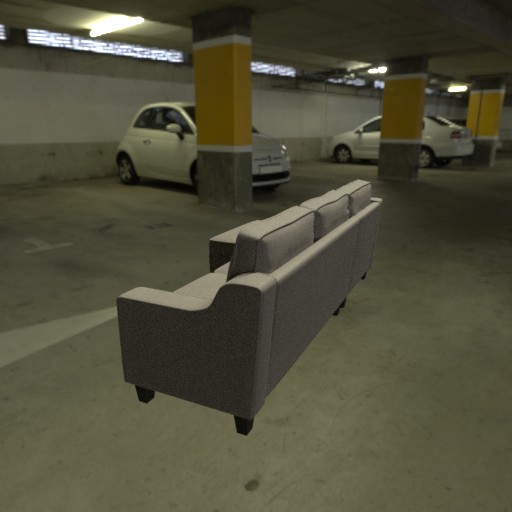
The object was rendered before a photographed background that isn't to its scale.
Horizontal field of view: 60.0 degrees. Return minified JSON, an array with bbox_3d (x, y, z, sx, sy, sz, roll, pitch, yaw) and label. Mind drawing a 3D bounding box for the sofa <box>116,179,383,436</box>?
[{"bbox_3d":[0.000,0.000,3.175,1.294,0.928,2.561,8,18,25],"label":"sofa"}]
